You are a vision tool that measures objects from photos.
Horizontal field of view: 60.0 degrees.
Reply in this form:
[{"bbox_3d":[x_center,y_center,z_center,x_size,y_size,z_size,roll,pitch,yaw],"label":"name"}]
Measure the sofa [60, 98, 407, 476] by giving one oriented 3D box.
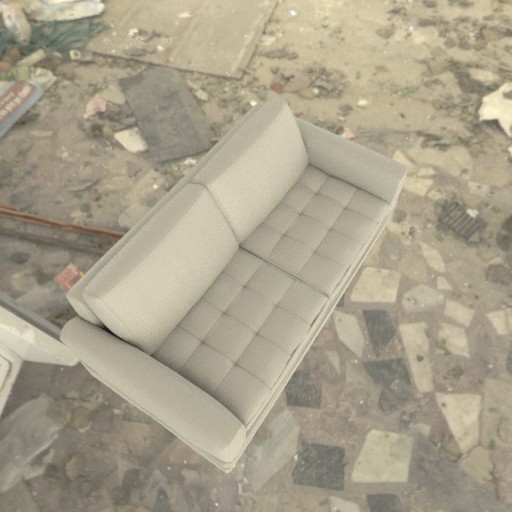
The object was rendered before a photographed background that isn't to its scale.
[{"bbox_3d":[0.000,0.000,2.742,1.121,0.930,2.177,29,62,17],"label":"sofa"}]
